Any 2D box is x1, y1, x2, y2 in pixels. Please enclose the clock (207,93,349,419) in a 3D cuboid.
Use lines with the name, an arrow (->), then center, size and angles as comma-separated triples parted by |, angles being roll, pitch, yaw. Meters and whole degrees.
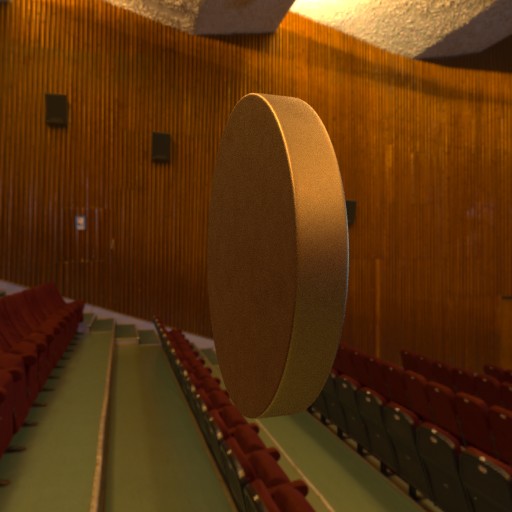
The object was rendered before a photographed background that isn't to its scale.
clock -> 0.000, 0.000, 0.457 | 0.040, 0.314, 0.314 | 0, 0, -17
